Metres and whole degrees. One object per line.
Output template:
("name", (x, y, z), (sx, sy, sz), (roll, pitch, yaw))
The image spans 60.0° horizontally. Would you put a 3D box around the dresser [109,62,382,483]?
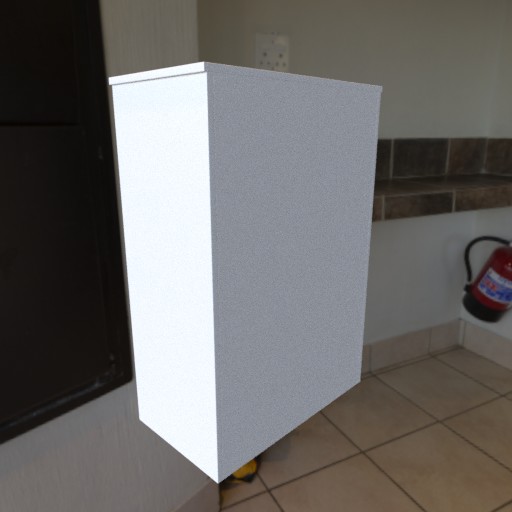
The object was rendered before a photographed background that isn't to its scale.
("dresser", (0.000, 0.000, 1.394), (0.401, 1.021, 0.704), (15, 21, 42))
